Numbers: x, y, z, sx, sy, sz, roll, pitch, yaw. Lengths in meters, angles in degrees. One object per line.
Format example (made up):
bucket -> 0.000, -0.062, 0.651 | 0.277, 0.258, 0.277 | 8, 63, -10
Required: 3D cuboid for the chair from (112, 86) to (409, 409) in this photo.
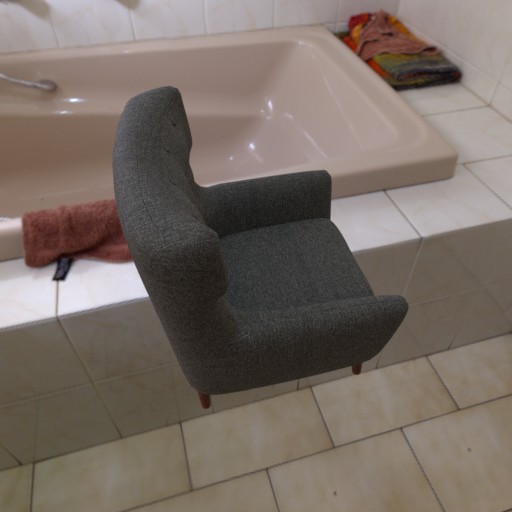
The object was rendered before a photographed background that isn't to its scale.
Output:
chair -> 0.000, 0.000, 1.743 | 0.904, 1.063, 0.878 | -10, 46, -9
